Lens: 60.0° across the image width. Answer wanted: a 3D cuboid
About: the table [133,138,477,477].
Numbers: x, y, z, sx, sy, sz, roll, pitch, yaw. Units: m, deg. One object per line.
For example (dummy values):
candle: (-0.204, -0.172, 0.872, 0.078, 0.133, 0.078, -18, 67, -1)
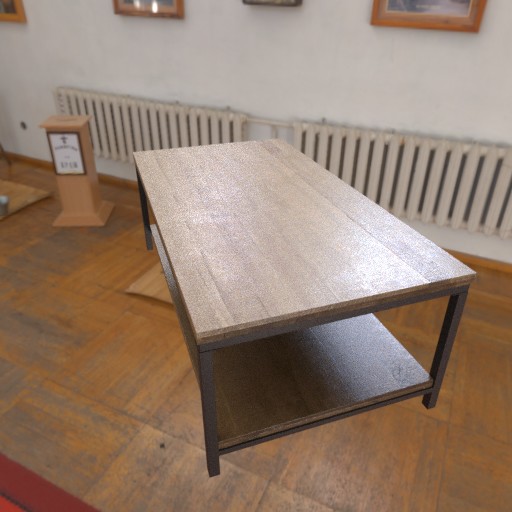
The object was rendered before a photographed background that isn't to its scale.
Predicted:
table: (0.000, 0.000, 1.343, 0.574, 0.393, 1.062, -10, 31, -16)
